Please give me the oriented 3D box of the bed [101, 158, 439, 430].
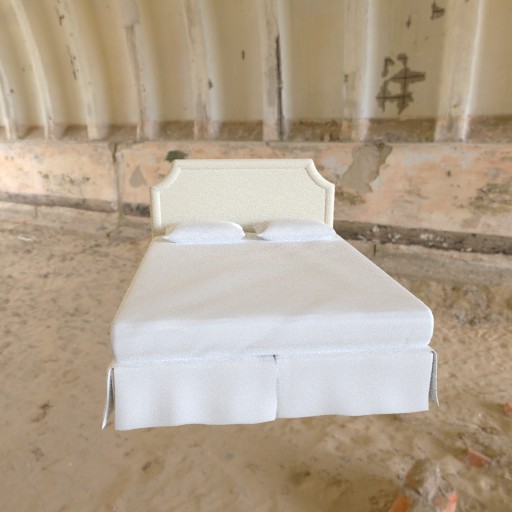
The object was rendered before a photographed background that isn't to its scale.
[{"bbox_3d":[0.000,0.000,4.108,2.350,1.590,2.773,-2,16,-6],"label":"bed"}]
